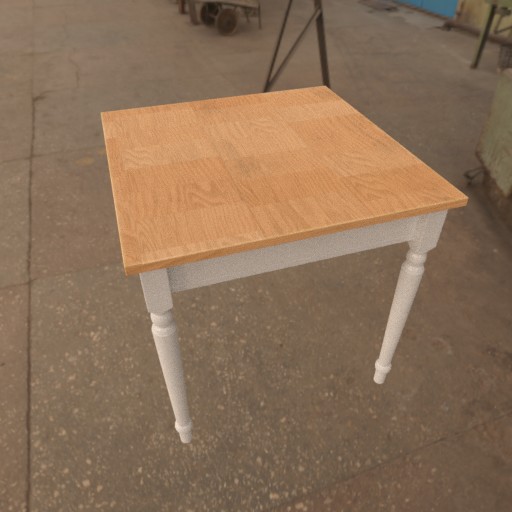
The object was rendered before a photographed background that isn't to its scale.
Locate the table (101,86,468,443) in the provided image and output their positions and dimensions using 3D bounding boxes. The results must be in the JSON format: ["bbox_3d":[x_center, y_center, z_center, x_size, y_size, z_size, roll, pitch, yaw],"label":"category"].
[{"bbox_3d":[0.000,0.000,1.400,0.747,0.738,0.747,-12,42,-14],"label":"table"}]
